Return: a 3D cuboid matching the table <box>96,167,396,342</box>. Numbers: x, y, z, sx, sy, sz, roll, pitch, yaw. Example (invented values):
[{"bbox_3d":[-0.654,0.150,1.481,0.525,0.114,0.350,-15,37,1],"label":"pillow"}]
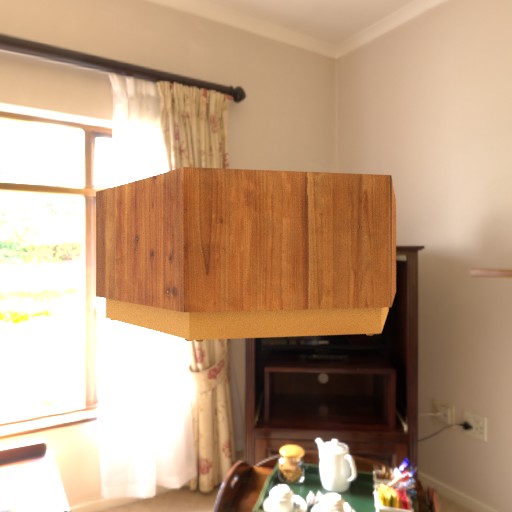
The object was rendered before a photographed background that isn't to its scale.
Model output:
[{"bbox_3d":[0.000,0.000,1.680,1.000,0.456,1.154,0,0,19],"label":"table"}]
